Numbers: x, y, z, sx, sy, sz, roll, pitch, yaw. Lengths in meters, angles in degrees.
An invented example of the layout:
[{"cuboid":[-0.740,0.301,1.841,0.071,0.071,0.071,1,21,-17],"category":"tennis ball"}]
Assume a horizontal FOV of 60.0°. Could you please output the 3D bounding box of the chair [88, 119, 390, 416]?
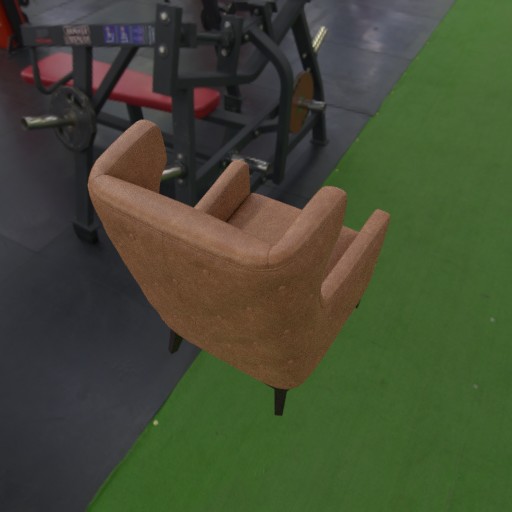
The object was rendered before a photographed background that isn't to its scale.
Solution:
[{"cuboid":[0.000,0.000,1.693,0.766,1.079,0.899,24,52,21],"category":"chair"}]
